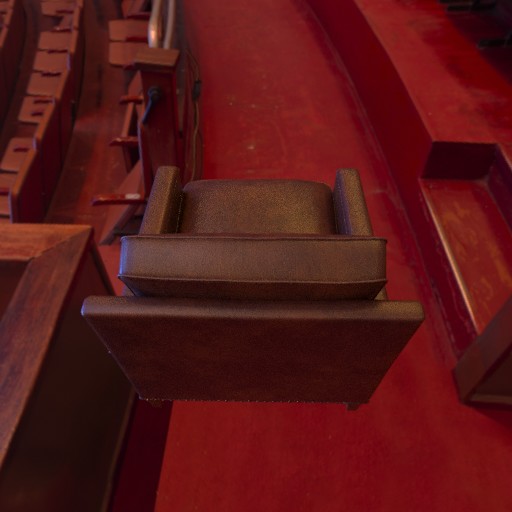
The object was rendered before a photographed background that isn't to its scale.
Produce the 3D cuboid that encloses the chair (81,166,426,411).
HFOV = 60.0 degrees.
[{"bbox_3d":[0.000,0.000,1.661,0.853,0.929,1.014,1,48,1],"label":"chair"}]
